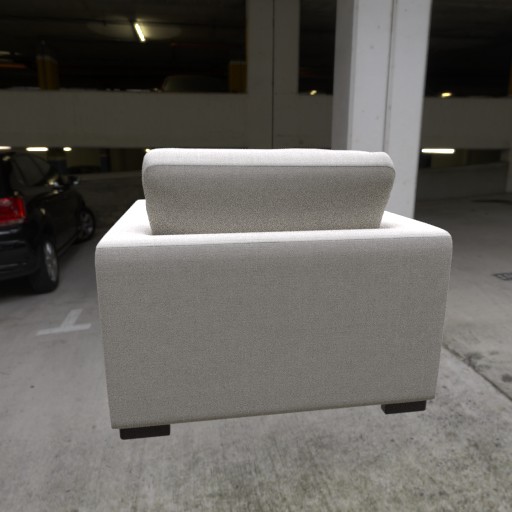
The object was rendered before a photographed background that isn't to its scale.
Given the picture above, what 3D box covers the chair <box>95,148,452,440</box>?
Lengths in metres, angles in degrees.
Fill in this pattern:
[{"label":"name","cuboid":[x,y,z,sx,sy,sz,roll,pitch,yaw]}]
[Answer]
[{"label":"chair","cuboid":[0.000,0.000,1.844,1.070,0.876,1.100,-2,14,-9]}]
